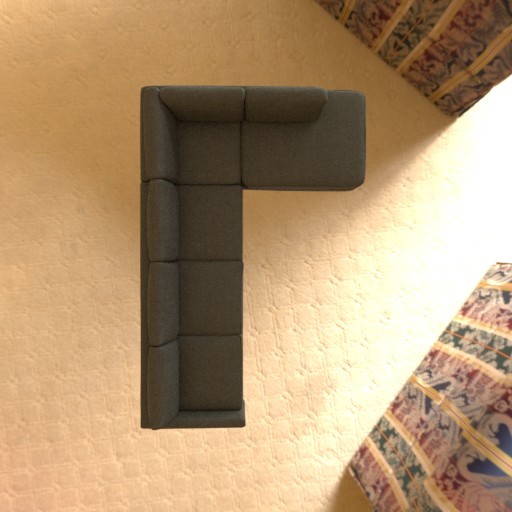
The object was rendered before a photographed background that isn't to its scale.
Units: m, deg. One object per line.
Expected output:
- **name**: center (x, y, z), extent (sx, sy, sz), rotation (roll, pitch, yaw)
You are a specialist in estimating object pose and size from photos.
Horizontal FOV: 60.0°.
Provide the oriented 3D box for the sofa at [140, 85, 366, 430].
- **sofa**: center (0.000, 0.000, 3.979), extent (1.984, 0.858, 2.972), rotation (0, 90, -2)
